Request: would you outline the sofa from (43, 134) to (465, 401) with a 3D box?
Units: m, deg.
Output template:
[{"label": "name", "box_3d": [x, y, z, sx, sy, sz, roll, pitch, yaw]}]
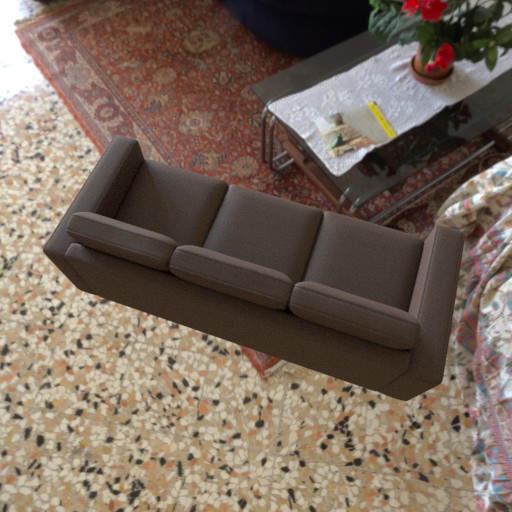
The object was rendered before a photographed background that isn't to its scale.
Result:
[{"label": "sofa", "box_3d": [0.000, 0.000, 2.578, 2.160, 0.806, 0.900, 17, 65, 8]}]
